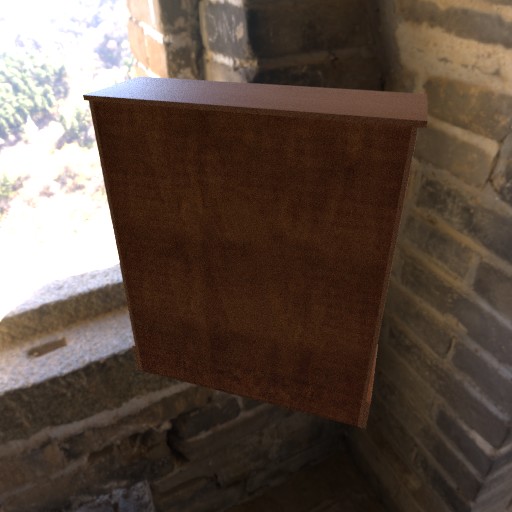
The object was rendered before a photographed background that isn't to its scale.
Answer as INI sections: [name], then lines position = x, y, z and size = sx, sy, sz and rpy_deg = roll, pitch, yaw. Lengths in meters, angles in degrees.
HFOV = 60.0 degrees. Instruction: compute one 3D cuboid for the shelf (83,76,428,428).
[shelf]
position = 0.000, 0.000, 1.400
size = 0.840, 0.980, 0.291
rpy_deg = 10, 33, 15
